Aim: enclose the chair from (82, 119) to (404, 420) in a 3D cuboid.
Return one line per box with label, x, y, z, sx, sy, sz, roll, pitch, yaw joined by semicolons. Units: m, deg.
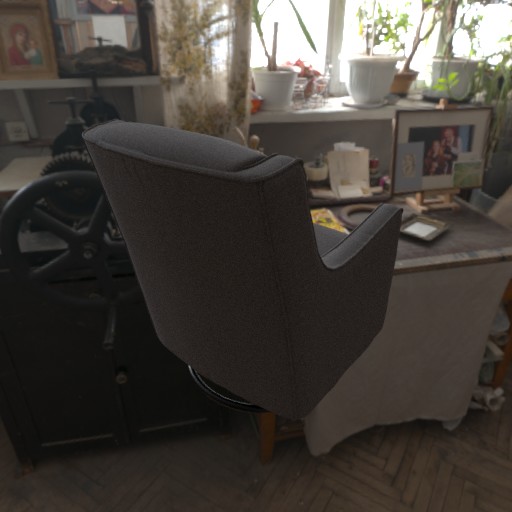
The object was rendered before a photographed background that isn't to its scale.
chair;0.000;0.000;1.581;0.732;0.993;0.879;21;35;33
